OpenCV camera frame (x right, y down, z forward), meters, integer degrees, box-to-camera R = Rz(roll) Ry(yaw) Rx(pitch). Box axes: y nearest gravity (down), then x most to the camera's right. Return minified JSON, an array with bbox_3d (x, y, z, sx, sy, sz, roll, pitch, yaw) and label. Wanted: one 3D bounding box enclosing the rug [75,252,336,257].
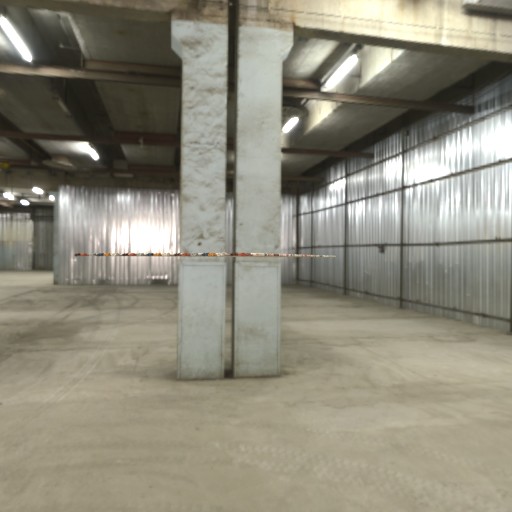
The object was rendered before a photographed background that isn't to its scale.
[{"bbox_3d":[0.000,0.000,2.993,0.763,0.015,2.682,0,0,17],"label":"rug"}]
